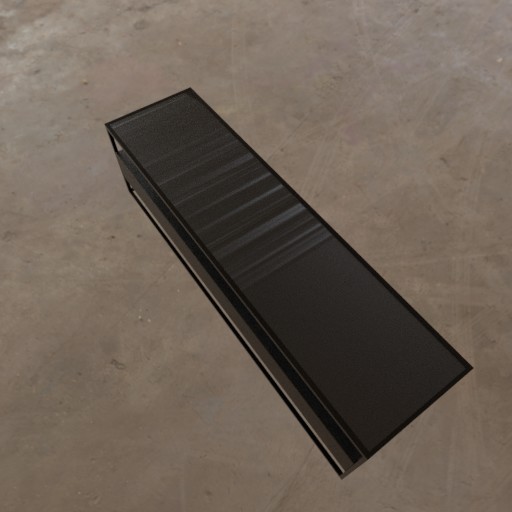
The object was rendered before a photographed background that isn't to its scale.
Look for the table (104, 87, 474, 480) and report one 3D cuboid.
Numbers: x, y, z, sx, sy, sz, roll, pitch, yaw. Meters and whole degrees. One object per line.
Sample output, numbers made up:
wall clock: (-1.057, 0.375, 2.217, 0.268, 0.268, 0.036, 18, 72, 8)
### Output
table: (0.000, 0.000, 1.634, 0.399, 0.395, 1.486, -31, 62, -19)
